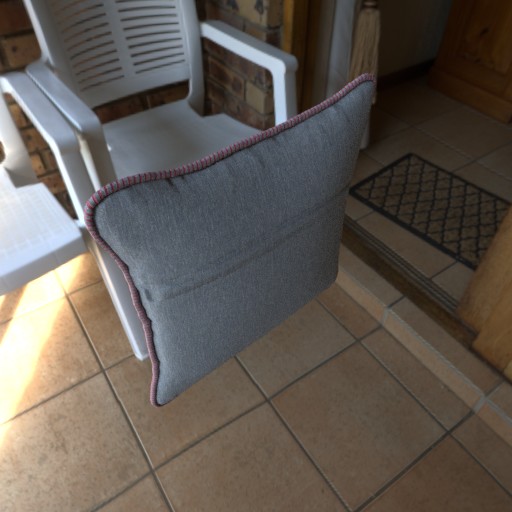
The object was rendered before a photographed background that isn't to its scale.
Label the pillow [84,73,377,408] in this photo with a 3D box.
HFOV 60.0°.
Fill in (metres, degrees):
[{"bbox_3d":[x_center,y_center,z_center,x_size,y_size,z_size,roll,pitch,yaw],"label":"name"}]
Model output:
[{"bbox_3d":[0.000,0.000,0.738,0.482,0.491,0.124,-31,54,-27],"label":"pillow"}]
